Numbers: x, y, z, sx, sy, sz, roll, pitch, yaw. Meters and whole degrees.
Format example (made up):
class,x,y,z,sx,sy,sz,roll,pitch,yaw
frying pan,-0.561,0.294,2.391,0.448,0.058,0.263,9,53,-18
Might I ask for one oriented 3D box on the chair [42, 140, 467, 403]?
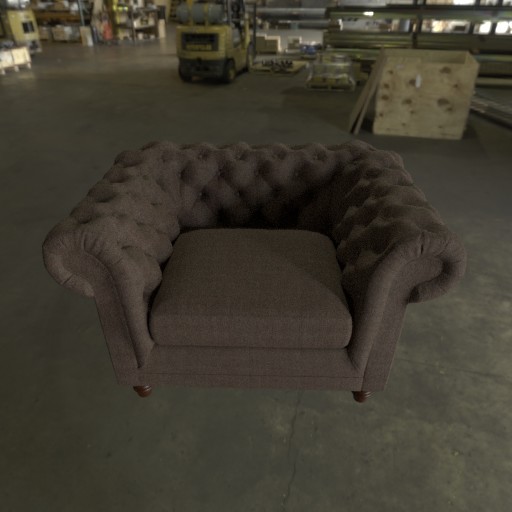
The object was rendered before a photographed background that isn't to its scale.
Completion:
class,x,y,z,sx,sy,sz,roll,pitch,yaw
chair,0.000,0.000,1.852,1.298,0.780,0.945,1,32,1
